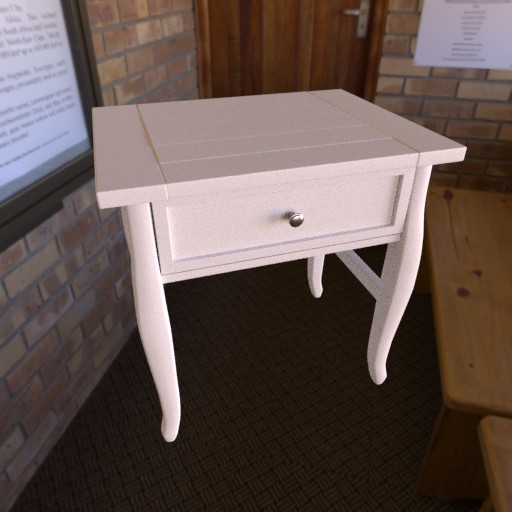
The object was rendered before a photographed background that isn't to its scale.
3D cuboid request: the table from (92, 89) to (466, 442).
[{"bbox_3d":[0.000,0.000,1.016,0.599,0.605,0.463,-10,34,-15],"label":"table"}]
